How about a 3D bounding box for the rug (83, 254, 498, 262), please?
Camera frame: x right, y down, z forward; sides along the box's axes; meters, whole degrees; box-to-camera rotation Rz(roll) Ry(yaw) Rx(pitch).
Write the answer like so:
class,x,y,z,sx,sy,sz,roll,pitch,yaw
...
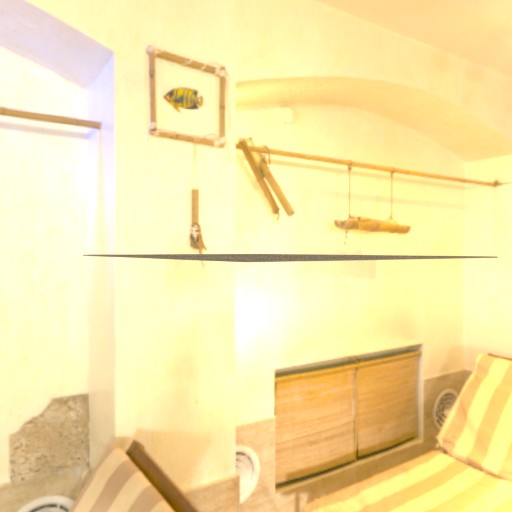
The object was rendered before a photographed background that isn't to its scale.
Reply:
class,x,y,z,sx,sy,sz,roll,pitch,yaw
rug,0.000,0.000,2.829,1.600,0.008,2.235,0,1,-34
